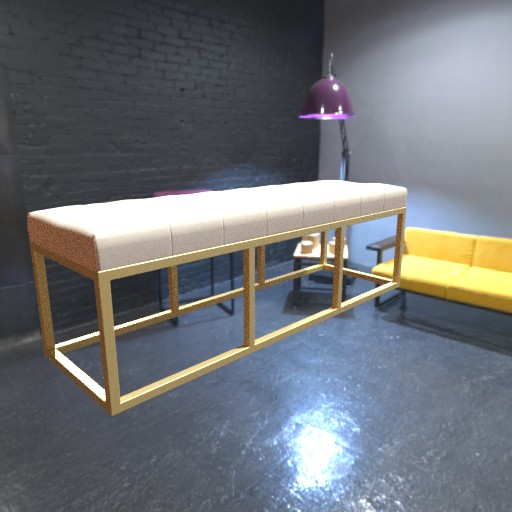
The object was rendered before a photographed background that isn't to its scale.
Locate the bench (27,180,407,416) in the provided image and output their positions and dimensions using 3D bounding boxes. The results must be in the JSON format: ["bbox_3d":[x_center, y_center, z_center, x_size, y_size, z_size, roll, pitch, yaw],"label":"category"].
[{"bbox_3d":[0.000,0.000,1.711,1.473,0.484,0.457,-14,20,-43],"label":"bench"}]
